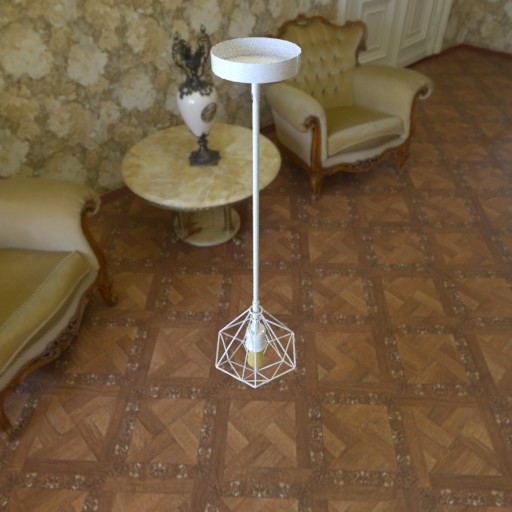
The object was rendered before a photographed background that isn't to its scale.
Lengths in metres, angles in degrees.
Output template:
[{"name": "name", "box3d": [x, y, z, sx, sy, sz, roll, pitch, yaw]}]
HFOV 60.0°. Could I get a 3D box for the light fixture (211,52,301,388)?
[{"name": "light fixture", "box3d": [0.000, 0.000, 2.016, 0.431, 1.764, 0.487, 1, 40, 1]}]
